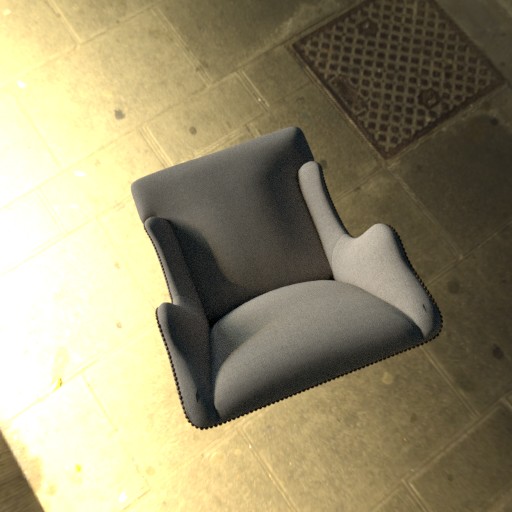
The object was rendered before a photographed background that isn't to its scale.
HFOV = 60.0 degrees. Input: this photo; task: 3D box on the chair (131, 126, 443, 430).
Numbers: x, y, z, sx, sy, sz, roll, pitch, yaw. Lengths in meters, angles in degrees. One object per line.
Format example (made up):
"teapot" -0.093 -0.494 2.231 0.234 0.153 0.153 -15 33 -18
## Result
"chair" 0.000 0.000 1.647 0.737 1.029 0.940 -20 77 -5
